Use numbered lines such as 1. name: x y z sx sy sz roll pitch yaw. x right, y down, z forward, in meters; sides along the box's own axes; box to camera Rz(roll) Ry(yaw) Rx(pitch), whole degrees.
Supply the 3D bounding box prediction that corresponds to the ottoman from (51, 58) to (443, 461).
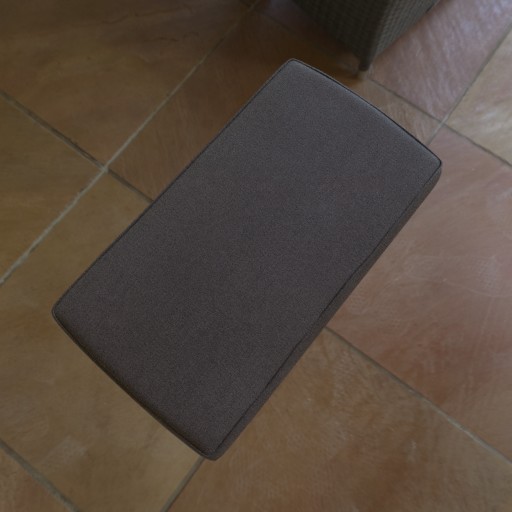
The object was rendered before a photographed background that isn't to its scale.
1. ottoman: 0.000 0.000 1.159 0.490 0.448 0.864 39 78 10
